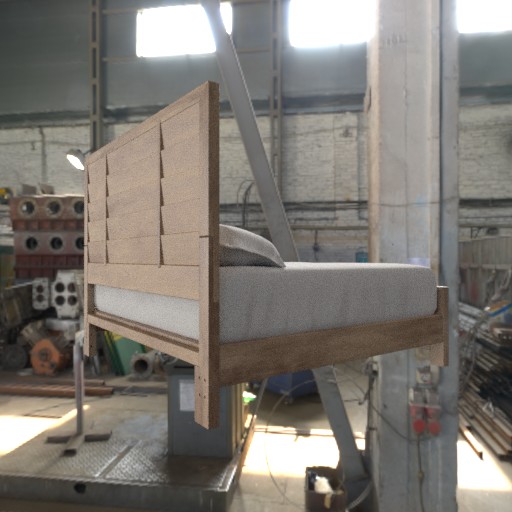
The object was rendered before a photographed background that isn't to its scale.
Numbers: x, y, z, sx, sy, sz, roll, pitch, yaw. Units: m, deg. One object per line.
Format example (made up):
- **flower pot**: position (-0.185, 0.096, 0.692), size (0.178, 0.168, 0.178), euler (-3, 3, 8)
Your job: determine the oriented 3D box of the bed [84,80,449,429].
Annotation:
- **bed**: position (0.000, 0.000, 3.486), size (2.062, 1.626, 2.032), euler (0, 0, -37)
